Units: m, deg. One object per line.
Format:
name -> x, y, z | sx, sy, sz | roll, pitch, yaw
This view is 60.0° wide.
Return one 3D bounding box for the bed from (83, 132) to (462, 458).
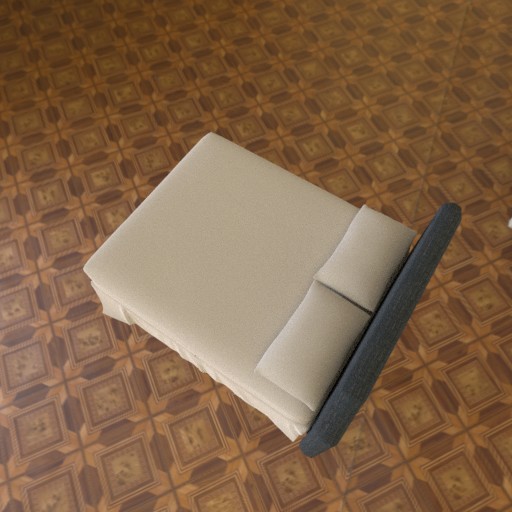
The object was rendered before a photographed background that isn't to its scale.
bed -> 0.000, 0.000, 3.333 | 2.208, 1.297, 1.828 | 31, 67, 15
